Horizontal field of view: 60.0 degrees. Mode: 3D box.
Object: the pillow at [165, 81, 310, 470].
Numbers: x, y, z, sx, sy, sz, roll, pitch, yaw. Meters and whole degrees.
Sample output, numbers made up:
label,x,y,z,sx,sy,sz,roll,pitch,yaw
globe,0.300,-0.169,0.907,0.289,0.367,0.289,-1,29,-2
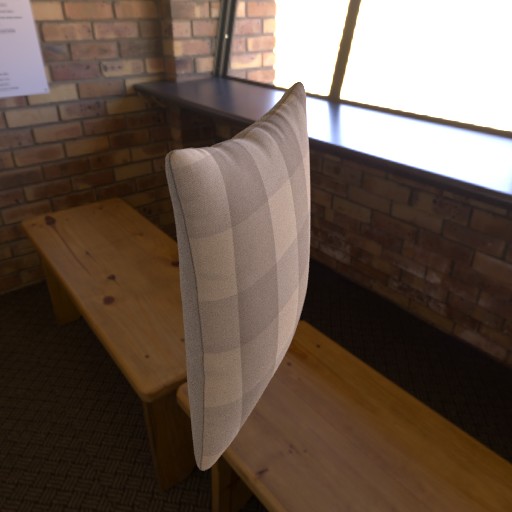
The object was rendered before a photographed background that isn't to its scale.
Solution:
label,x,y,z,sx,sy,sz,roll,pitch,yaw
pillow,0.000,0.000,0.776,0.161,0.509,0.511,10,31,17
